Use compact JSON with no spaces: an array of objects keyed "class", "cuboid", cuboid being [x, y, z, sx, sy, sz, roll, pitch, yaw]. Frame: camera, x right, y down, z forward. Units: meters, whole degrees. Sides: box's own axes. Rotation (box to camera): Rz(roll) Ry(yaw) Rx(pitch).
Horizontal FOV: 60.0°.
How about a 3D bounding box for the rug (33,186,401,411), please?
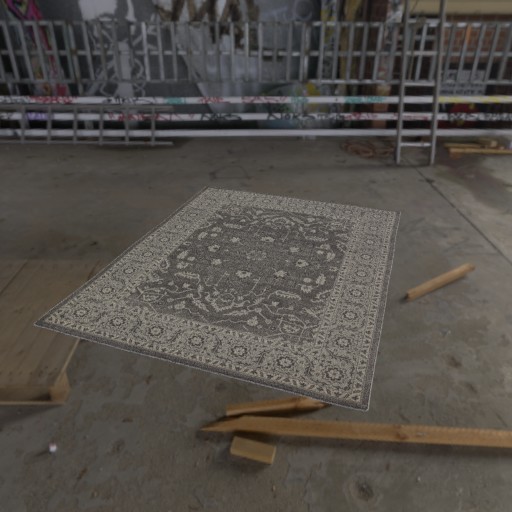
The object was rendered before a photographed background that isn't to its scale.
[{"class":"rug","cuboid":[0.000,0.000,4.189,2.451,0.026,3.069,10,31,17]}]
